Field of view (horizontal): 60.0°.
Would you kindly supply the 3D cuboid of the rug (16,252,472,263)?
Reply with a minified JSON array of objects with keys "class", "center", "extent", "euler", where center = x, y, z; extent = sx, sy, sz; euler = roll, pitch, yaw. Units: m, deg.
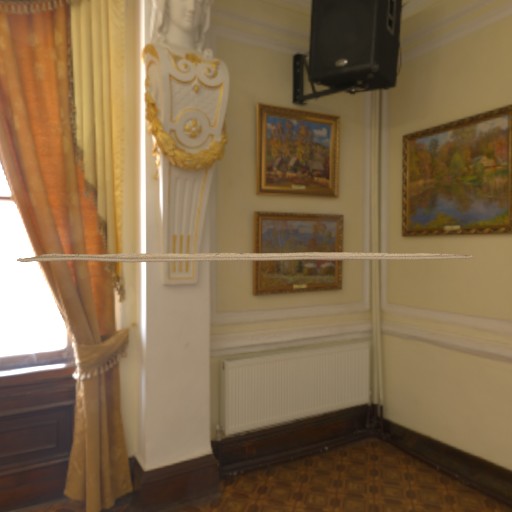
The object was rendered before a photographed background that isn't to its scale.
[{"class":"rug","center":[0.000,0.000,2.615],"extent":[2.381,0.036,0.831],"euler":[0,1,-17]}]
